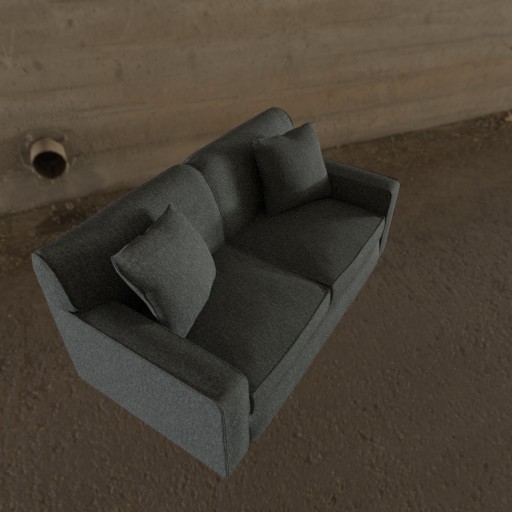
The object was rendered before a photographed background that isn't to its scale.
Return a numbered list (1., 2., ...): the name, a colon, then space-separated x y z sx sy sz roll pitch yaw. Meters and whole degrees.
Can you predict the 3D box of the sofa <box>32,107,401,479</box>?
1. sofa: 0.000 0.000 2.402 0.998 0.958 1.846 23 45 25
